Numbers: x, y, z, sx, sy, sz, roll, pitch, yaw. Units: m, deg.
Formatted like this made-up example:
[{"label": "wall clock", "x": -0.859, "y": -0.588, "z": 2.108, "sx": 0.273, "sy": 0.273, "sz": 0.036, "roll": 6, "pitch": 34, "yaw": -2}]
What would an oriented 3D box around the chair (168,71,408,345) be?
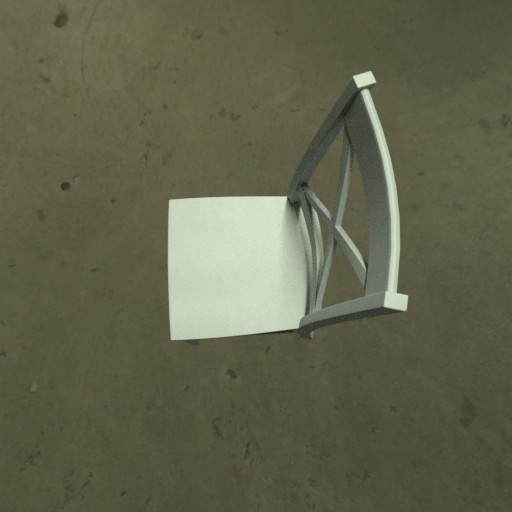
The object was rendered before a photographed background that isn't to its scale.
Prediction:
[{"label": "chair", "x": 0.000, "y": 0.000, "z": 1.302, "sx": 0.542, "sy": 0.983, "sz": 0.485, "roll": -3, "pitch": 75, "yaw": -1}]
